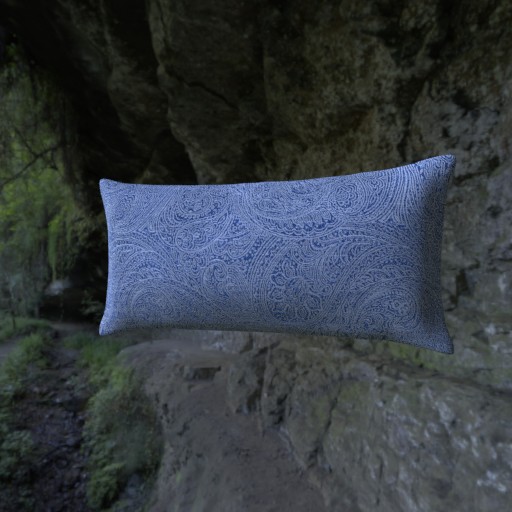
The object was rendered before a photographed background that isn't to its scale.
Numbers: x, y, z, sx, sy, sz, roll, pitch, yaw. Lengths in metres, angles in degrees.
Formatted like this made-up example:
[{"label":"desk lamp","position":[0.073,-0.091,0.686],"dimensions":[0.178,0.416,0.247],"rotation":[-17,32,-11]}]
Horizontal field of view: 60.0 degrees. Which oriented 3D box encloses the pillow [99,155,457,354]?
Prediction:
[{"label":"pillow","position":[0.000,0.000,0.739],"dimensions":[0.615,0.295,0.151],"rotation":[0,-1,17]}]
